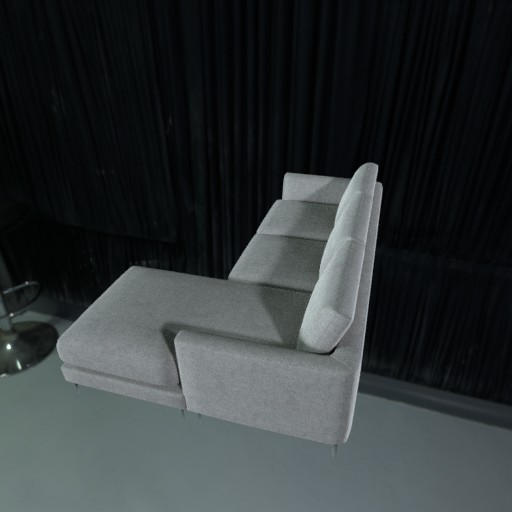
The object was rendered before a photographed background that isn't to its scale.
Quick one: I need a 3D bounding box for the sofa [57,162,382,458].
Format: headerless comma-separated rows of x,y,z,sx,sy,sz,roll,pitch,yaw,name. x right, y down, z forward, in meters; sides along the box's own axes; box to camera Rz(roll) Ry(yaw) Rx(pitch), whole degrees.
0.000,0.000,3.184,1.626,0.864,2.438,8,31,14,sofa
